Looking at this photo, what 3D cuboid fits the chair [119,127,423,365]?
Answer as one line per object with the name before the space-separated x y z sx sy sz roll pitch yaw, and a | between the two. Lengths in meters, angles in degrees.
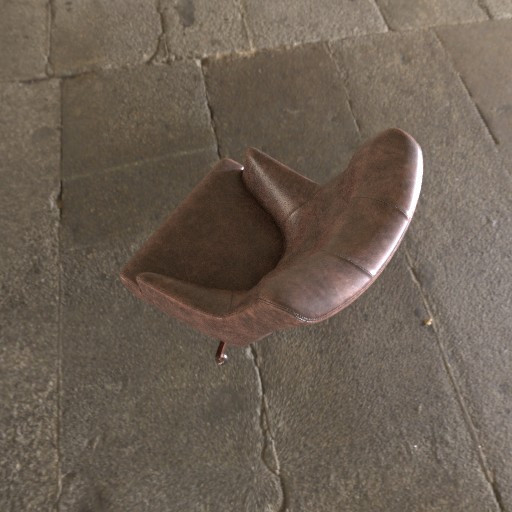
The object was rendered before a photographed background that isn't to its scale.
chair | 0.000 0.000 1.508 0.762 1.035 0.641 32 68 14
